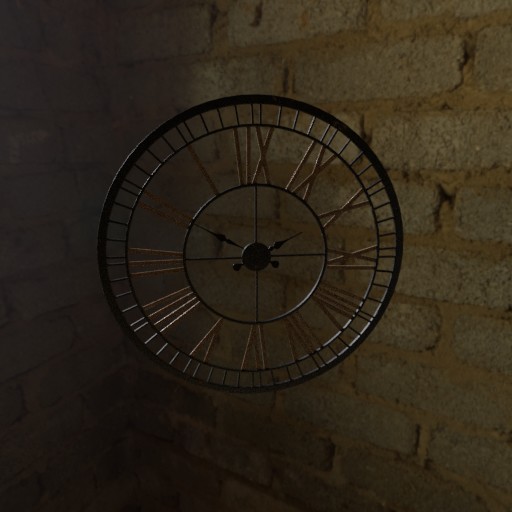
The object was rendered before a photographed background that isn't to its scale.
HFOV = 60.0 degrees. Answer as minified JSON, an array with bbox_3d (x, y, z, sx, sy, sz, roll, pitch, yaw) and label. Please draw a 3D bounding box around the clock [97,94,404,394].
[{"bbox_3d":[0.000,0.000,1.227,0.843,0.843,0.025,-2,15,-7],"label":"clock"}]
